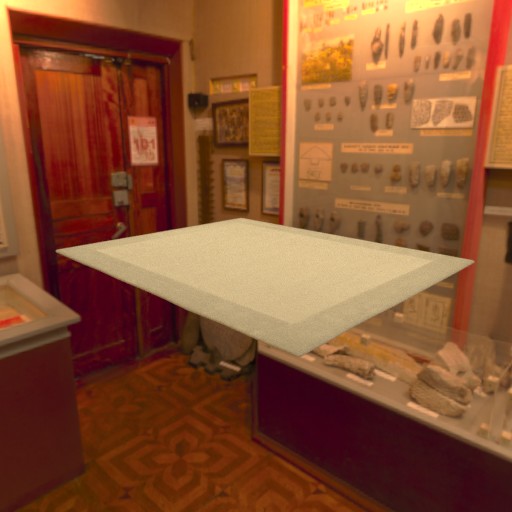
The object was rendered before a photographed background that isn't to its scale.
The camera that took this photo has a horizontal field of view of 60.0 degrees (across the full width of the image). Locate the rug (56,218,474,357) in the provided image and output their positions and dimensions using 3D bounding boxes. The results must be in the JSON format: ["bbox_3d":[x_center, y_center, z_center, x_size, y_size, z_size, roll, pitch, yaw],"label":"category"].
[{"bbox_3d":[0.000,0.000,4.031,2.976,0.018,2.430,14,21,43],"label":"rug"}]
